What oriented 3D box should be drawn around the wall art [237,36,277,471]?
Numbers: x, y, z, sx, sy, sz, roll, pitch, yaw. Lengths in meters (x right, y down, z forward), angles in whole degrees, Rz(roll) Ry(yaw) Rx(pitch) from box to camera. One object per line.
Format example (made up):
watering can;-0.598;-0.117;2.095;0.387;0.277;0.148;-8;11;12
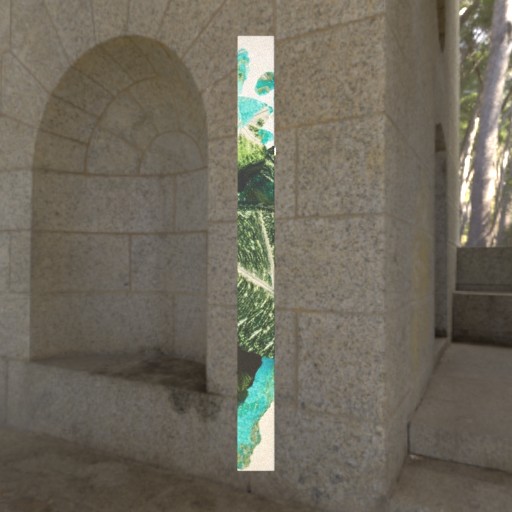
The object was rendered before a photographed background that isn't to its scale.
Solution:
wall art;0.000;0.000;0.696;0.041;0.435;0.507;0;-1;0
